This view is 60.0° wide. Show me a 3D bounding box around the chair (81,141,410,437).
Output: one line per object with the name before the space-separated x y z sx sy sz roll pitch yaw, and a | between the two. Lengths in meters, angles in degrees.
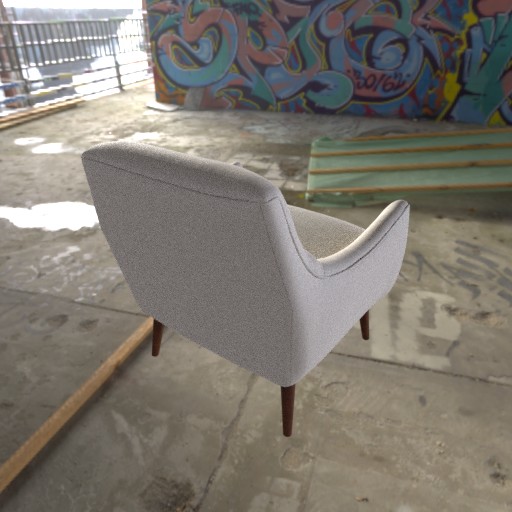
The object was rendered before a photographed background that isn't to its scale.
chair | 0.000 0.000 1.464 0.762 0.838 0.787 20 35 32
